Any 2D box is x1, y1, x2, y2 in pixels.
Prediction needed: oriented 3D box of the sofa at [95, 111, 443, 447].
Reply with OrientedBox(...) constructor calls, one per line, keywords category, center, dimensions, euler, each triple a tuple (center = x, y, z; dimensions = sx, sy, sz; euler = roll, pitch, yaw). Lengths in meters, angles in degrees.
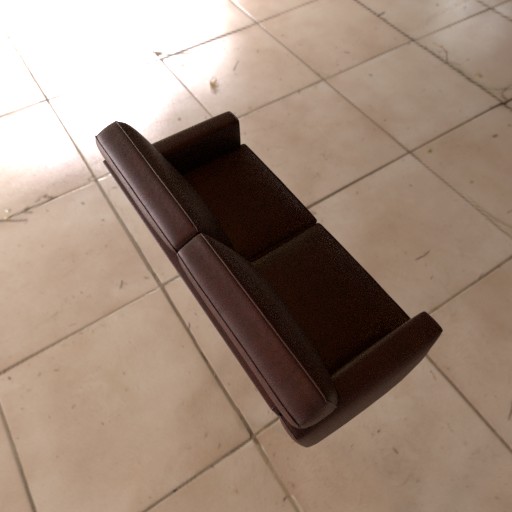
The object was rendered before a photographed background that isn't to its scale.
OrientedBox(category="sofa", center=(0.000, 0.000, 2.421), dimensions=(0.912, 0.928, 1.876), euler=(-30, 62, -18))
